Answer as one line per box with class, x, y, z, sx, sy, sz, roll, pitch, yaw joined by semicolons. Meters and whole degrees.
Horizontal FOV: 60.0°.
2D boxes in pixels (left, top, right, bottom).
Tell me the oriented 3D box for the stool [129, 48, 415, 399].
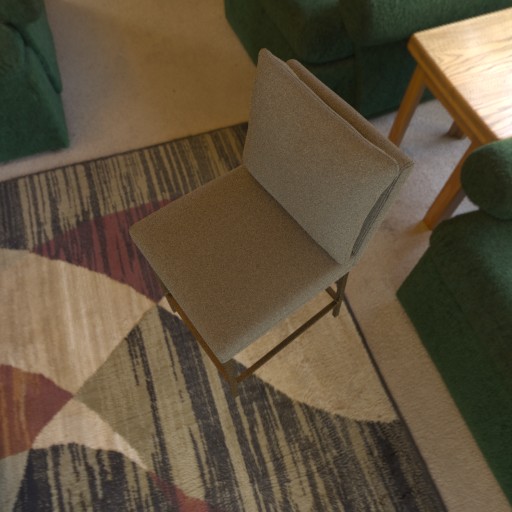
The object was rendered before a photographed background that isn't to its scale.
stool;0.000;0.000;1.361;0.569;1.030;0.463;-34;68;-16
